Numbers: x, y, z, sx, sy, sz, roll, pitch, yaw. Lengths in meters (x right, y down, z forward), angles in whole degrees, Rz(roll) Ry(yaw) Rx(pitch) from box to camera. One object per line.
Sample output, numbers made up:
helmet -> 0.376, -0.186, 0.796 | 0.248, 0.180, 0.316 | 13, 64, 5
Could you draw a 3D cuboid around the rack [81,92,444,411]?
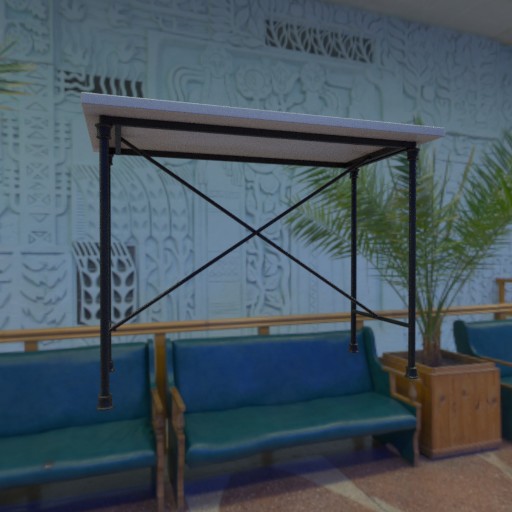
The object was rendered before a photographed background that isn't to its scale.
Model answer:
rack -> 0.000, 0.000, 1.641 | 1.159, 0.880, 0.613 | 0, 1, -17
